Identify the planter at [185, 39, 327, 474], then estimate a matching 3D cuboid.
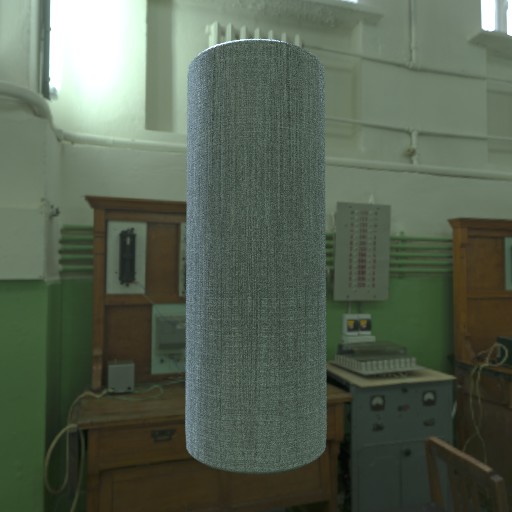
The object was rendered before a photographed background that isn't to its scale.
[{"bbox_3d":[0.000,0.000,0.322,0.100,0.270,0.100,1,-2,-18],"label":"planter"}]
